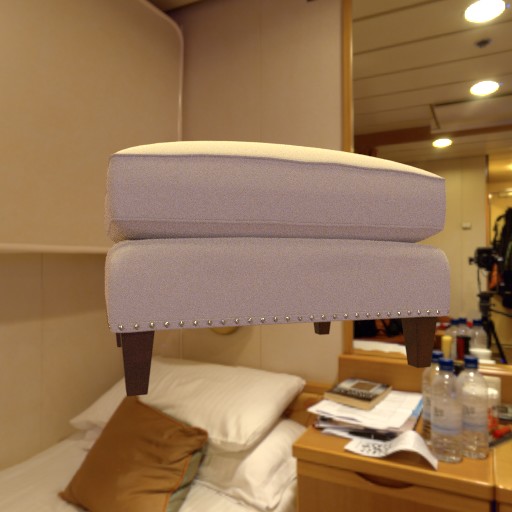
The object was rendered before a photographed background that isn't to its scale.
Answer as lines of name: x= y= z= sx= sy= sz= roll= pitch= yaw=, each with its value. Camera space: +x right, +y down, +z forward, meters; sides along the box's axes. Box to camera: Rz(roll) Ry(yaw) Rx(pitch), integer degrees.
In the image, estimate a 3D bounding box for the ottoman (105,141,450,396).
ottoman: x=0.000 y=0.000 z=1.151 sx=0.741 sy=0.513 sz=0.584 roll=0 pitch=-1 yaw=-19
